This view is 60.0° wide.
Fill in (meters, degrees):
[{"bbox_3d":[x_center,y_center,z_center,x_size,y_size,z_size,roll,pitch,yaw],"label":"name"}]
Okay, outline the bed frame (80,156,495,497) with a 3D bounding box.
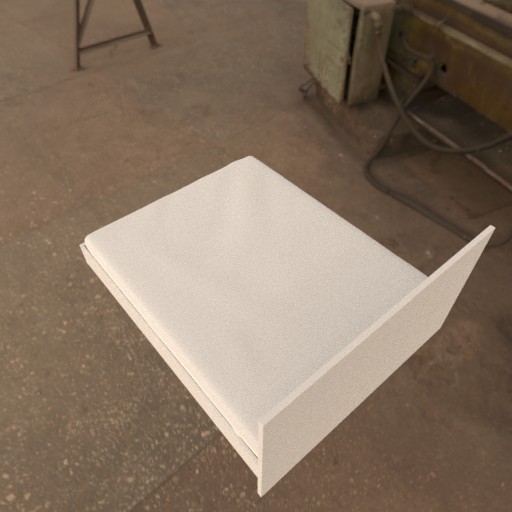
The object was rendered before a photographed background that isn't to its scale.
[{"bbox_3d":[0.000,0.000,2.999,1.711,1.001,2.100,-32,55,-26],"label":"bed frame"}]
